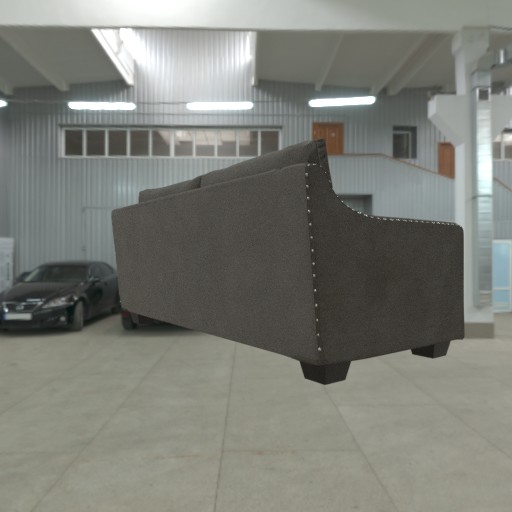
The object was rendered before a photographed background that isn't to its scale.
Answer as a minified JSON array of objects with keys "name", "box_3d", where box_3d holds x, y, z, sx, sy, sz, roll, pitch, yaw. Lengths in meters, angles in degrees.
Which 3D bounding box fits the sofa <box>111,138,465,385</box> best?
[{"name":"sofa","box_3d":[0.000,0.000,3.311,1.336,1.196,2.550,0,0,-36]}]
